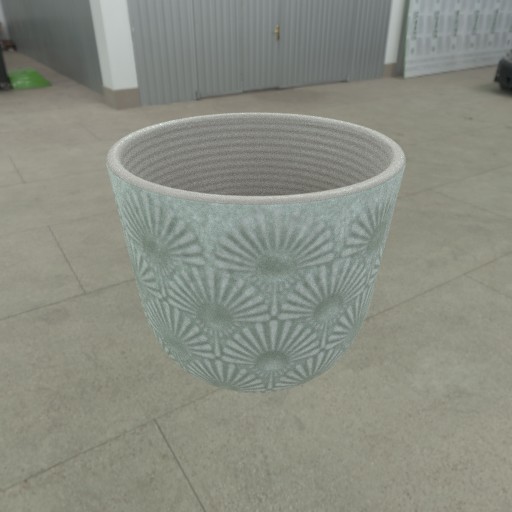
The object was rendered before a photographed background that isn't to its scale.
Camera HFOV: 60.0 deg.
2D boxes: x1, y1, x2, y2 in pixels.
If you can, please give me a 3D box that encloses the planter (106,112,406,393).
[{"bbox_3d":[0.000,0.000,0.298,0.170,0.152,0.170,0,30,0],"label":"planter"}]
